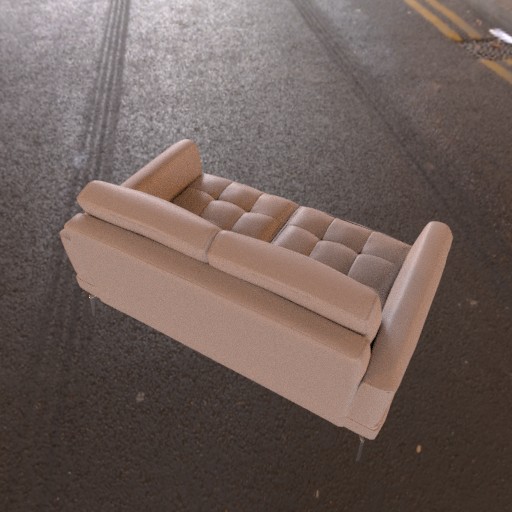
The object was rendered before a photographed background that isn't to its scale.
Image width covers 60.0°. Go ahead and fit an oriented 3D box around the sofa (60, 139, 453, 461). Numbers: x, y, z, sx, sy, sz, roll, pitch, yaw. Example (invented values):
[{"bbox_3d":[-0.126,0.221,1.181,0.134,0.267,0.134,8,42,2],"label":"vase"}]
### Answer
[{"bbox_3d":[0.000,0.000,2.400,1.819,0.930,1.121,22,50,20],"label":"sofa"}]
